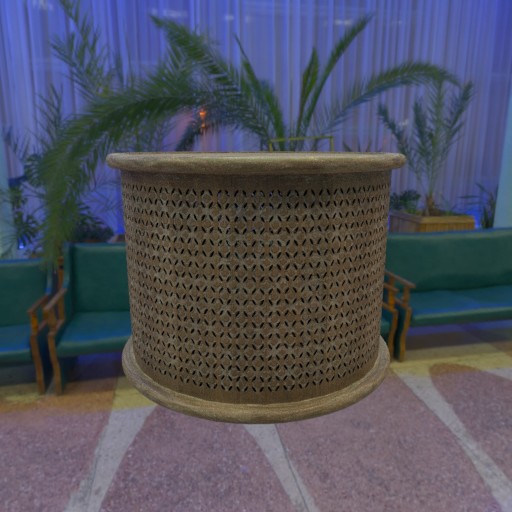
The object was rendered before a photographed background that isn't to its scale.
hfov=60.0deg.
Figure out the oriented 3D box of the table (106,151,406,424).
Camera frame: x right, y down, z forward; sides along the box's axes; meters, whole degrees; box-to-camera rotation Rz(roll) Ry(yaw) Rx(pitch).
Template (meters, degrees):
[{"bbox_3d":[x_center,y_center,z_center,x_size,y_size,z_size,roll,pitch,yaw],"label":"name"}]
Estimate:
[{"bbox_3d":[0.000,0.000,0.994,0.607,0.450,0.607,0,14,0],"label":"table"}]
